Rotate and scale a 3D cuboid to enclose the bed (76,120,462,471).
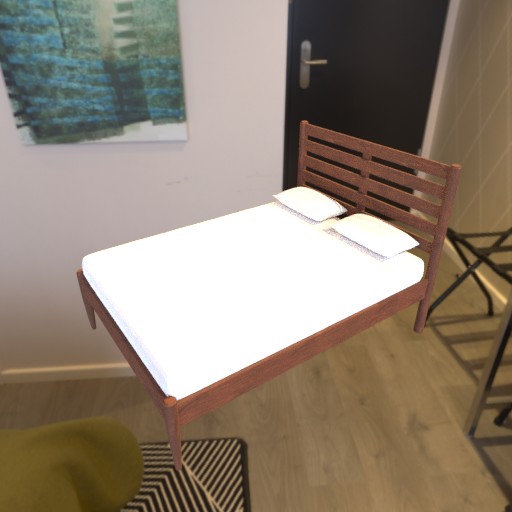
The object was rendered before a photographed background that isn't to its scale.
[{"bbox_3d":[0.000,0.000,3.080,2.093,1.304,1.509,-19,35,-30],"label":"bed"}]
